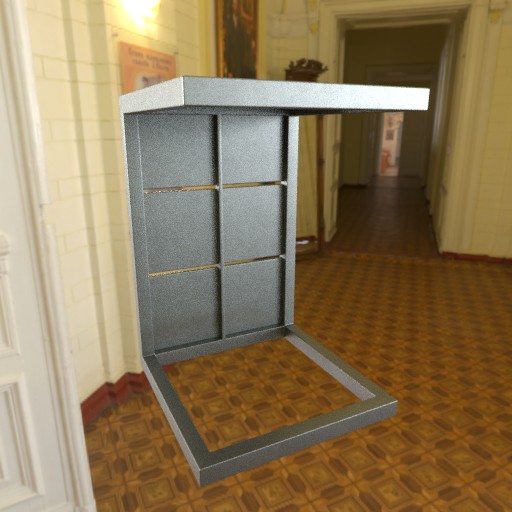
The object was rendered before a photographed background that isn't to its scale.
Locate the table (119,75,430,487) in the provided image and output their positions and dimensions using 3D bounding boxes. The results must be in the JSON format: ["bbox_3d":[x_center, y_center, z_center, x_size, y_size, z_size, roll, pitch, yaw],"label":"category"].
[{"bbox_3d":[0.000,0.000,0.878,0.405,0.609,0.420,-8,18,-25],"label":"table"}]
